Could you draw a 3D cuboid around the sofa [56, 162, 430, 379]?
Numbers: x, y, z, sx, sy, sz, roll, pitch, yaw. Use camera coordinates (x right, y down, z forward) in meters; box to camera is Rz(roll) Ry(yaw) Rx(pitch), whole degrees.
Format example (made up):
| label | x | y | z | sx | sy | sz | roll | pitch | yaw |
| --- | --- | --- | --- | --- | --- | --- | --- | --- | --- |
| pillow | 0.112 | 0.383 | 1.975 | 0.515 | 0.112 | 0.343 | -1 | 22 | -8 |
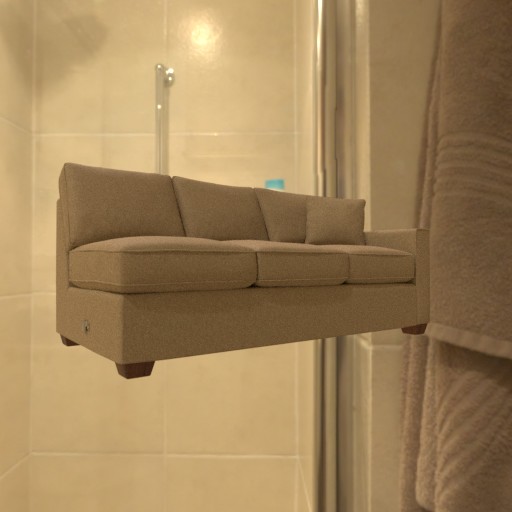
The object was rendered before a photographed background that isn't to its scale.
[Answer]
| label | x | y | z | sx | sy | sz | roll | pitch | yaw |
| --- | --- | --- | --- | --- | --- | --- | --- | --- | --- |
| sofa | 0.000 | 0.000 | 2.538 | 1.963 | 0.946 | 1.034 | 1 | -2 | -36 |
